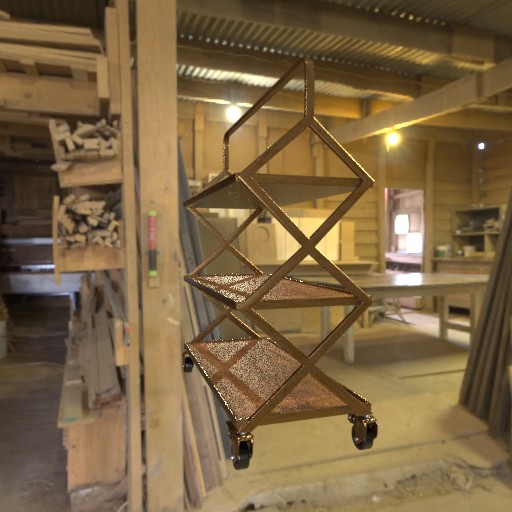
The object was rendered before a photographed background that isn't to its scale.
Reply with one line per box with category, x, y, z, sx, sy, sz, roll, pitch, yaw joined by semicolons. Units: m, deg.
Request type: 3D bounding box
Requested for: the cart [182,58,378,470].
cart;0.000;0.000;1.203;0.313;0.805;0.723;-1;2;-18
